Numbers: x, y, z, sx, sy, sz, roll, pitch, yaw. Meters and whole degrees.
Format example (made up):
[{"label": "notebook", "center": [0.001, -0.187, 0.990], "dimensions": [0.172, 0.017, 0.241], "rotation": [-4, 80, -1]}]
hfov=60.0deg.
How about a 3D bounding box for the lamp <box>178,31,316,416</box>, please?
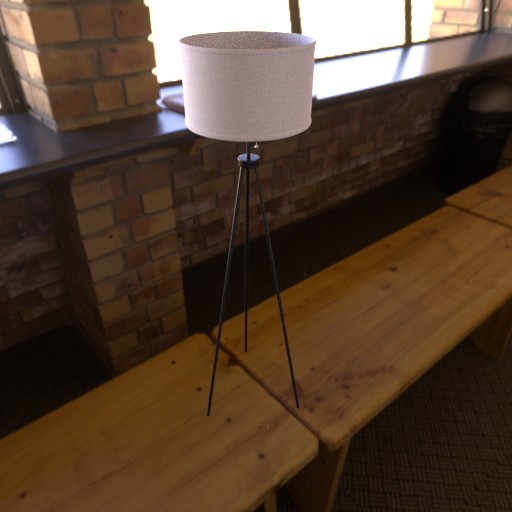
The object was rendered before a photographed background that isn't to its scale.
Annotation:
[{"label": "lamp", "center": [0.000, 0.000, 1.743], "dimensions": [0.458, 1.545, 0.448], "rotation": [10, 35, 15]}]
